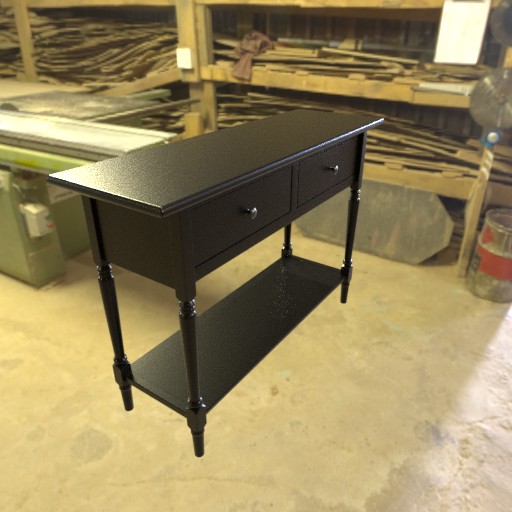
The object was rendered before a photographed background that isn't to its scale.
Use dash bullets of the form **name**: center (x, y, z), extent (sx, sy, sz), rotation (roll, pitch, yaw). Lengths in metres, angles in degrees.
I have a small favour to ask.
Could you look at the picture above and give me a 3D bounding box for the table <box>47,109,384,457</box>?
- **table**: center (0.000, 0.000, 1.571), extent (0.386, 0.819, 1.191), rotation (18, 32, 31)
